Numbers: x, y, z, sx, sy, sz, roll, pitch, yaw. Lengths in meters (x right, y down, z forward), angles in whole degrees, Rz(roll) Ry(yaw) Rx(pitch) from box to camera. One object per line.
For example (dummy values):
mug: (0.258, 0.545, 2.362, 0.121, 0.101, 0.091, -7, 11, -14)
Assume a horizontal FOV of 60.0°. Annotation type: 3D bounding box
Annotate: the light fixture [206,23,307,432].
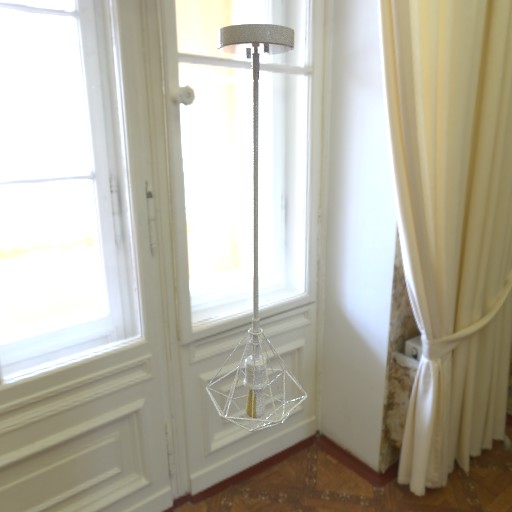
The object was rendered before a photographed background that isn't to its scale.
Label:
light fixture: (0.000, 0.000, 1.925, 0.487, 1.764, 0.431, 2, 16, 8)
